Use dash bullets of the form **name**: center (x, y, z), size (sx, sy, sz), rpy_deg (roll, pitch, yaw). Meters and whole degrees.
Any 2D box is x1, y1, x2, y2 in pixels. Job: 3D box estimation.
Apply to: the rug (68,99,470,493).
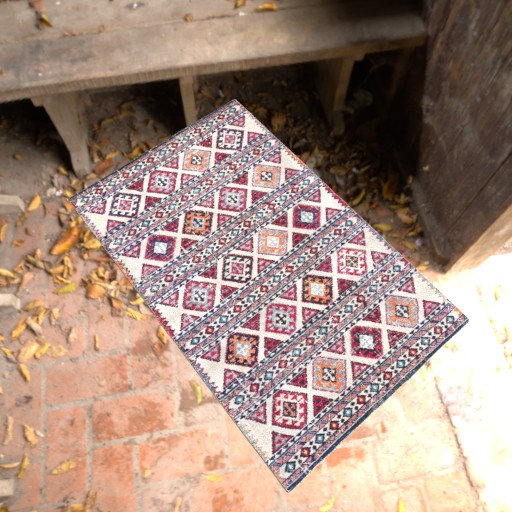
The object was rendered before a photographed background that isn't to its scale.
- **rug**: center (0.000, 0.000, 3.013), size (1.545, 0.010, 2.440), rpy_deg (-36, 70, -16)
